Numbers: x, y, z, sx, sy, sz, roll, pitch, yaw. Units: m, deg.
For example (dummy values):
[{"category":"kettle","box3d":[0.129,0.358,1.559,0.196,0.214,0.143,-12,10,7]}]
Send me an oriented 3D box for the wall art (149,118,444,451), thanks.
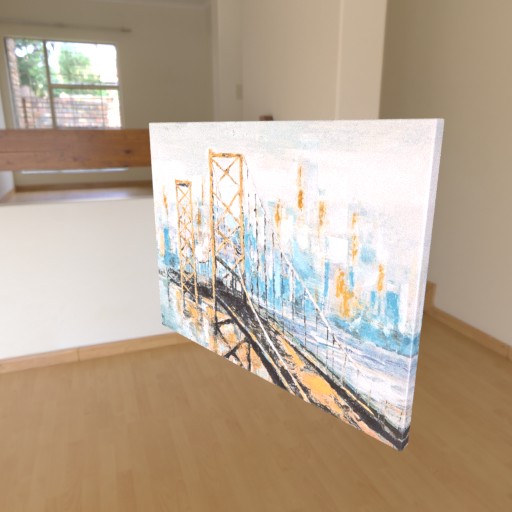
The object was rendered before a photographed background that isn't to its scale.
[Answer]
[{"category":"wall art","box3d":[0.000,0.000,1.310,1.016,0.762,0.038,15,22,43]}]
